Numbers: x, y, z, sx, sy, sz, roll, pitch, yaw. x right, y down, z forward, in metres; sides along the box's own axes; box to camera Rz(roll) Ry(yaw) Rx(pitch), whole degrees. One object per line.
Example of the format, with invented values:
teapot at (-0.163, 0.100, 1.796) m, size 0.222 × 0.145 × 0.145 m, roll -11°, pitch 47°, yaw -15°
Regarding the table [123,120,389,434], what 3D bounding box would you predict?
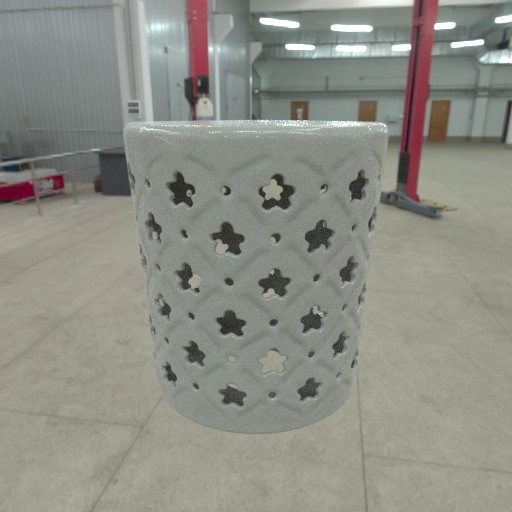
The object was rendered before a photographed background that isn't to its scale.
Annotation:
table at (0.000, 0.000, 0.660) m, size 0.352 × 0.387 × 0.352 m, roll 0°, pitch 18°, yaw 0°
